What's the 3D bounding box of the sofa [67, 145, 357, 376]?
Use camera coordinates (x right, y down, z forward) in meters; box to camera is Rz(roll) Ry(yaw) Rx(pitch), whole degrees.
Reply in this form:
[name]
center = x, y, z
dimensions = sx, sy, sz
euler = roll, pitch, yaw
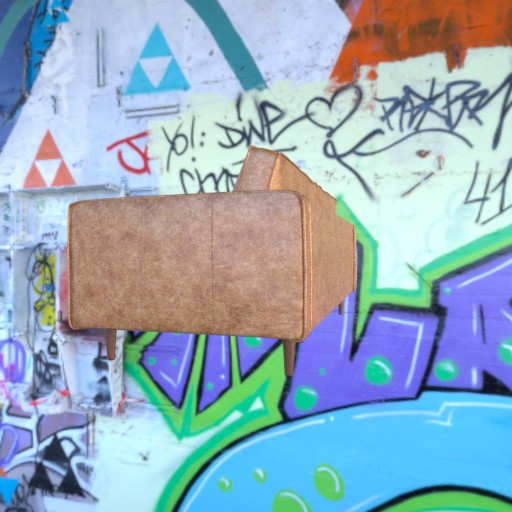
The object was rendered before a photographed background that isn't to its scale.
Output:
[sofa]
center = 0.000, 0.000, 2.425
dimensions = 0.924, 0.825, 1.920
euler = 0, 1, 17
